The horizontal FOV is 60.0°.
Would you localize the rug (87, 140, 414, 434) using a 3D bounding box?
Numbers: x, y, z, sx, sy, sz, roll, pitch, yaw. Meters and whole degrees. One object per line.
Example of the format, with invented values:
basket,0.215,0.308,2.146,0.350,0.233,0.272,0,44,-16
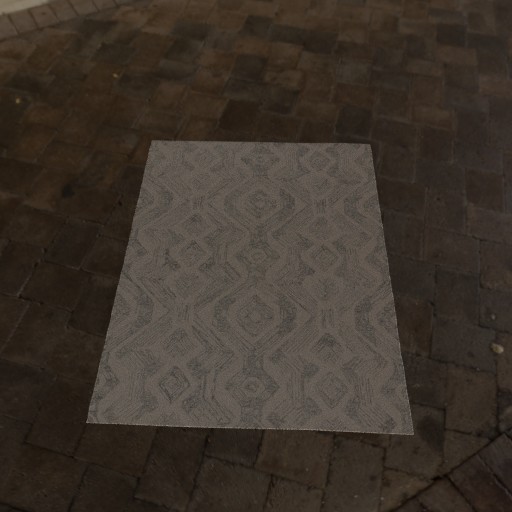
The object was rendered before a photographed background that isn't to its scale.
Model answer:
rug,0.000,0.000,4.106,2.430,0.030,3.054,2,57,1
